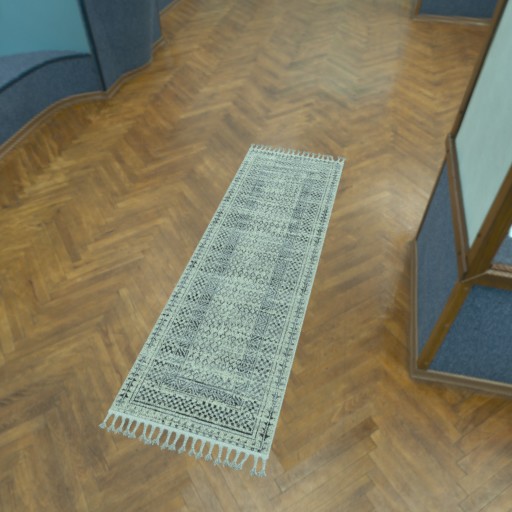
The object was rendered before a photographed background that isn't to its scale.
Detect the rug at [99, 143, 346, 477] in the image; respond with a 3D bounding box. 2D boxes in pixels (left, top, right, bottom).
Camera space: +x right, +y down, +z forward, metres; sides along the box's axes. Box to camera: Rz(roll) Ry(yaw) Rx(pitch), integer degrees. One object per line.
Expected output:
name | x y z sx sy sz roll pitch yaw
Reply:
rug | 0.000 0.000 2.741 0.786 0.013 2.480 12 47 11
